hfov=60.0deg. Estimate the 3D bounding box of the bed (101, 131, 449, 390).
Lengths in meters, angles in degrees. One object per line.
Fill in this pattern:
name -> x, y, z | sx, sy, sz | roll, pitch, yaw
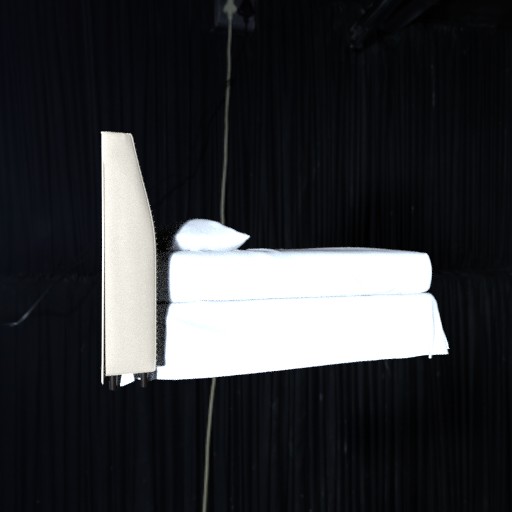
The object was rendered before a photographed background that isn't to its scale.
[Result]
bed -> 0.000, 0.000, 3.461 | 2.276, 1.332, 1.925 | 0, 1, -19
